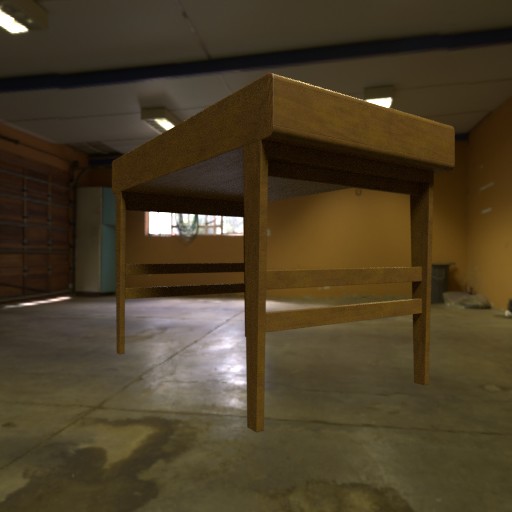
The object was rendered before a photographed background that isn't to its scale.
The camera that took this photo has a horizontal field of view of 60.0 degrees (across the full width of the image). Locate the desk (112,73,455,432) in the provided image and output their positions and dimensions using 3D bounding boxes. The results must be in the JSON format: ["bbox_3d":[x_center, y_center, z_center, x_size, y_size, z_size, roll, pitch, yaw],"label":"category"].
[{"bbox_3d":[0.000,0.000,1.526,0.660,0.754,1.066,0,0,-35],"label":"desk"}]
